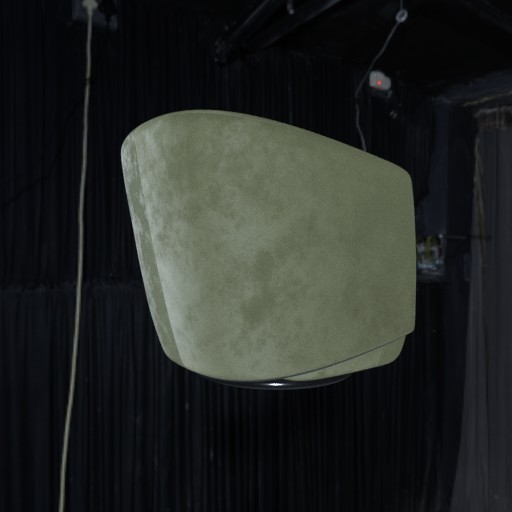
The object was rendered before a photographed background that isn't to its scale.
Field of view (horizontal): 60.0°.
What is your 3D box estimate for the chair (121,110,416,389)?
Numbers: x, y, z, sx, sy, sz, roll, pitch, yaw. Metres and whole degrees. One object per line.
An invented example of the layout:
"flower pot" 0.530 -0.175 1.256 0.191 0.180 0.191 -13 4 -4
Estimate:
"chair" 0.000 0.000 1.361 0.767 0.698 0.773 0 0 -36
